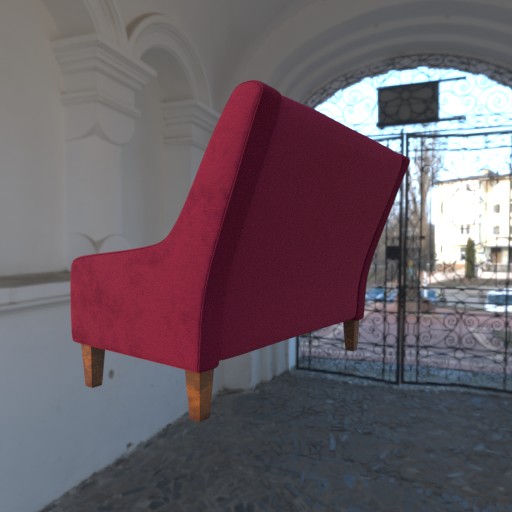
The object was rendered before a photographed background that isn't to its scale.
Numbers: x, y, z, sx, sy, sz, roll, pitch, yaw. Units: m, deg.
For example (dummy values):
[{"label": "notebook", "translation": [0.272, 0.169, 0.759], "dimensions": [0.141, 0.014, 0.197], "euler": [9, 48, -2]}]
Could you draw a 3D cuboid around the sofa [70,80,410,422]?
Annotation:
[{"label": "sofa", "translation": [0.000, 0.000, 1.916], "dimensions": [0.946, 0.976, 1.242], "euler": [1, 2, 36]}]
